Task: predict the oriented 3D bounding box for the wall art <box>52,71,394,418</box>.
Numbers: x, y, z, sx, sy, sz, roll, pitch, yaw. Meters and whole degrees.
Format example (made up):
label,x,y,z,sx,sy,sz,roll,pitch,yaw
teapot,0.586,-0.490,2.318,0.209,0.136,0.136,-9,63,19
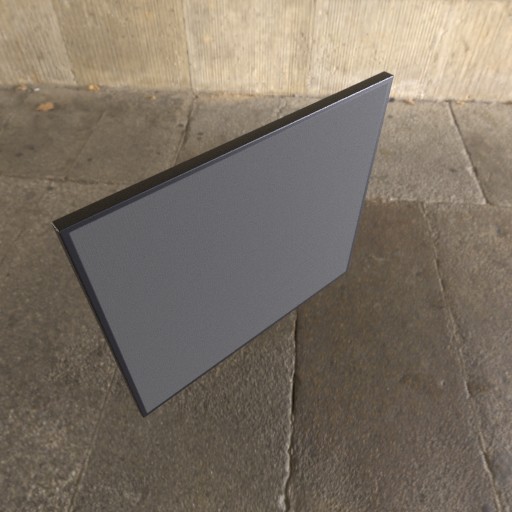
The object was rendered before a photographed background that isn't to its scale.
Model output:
label,x,y,z,sx,sy,sz,roll,pitch,yaw
wall art,0.000,0.000,0.718,0.521,0.450,0.018,-32,55,-26
